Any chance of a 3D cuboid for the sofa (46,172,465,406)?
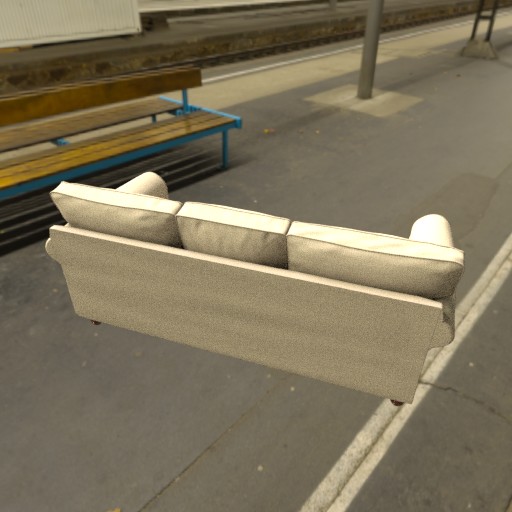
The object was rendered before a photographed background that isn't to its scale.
[{"bbox_3d":[0.000,0.000,2.582,2.118,0.889,0.998,11,35,16],"label":"sofa"}]
